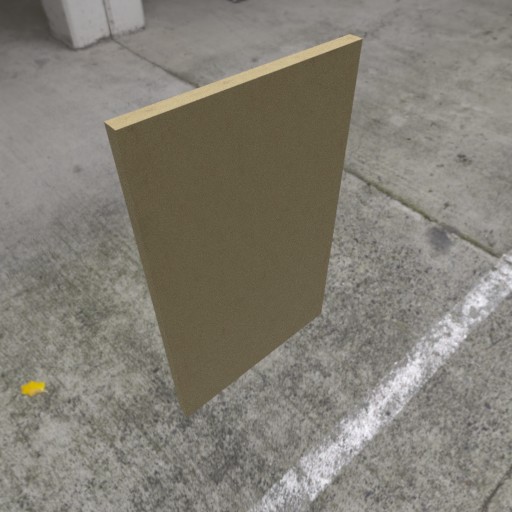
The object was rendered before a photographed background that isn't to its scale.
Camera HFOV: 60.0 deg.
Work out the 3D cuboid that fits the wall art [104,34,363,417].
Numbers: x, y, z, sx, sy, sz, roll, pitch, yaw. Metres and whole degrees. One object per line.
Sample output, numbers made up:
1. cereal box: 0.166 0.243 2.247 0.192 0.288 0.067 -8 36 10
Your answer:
1. wall art: 0.000 0.000 0.986 0.510 0.810 0.039 -32 53 -28
